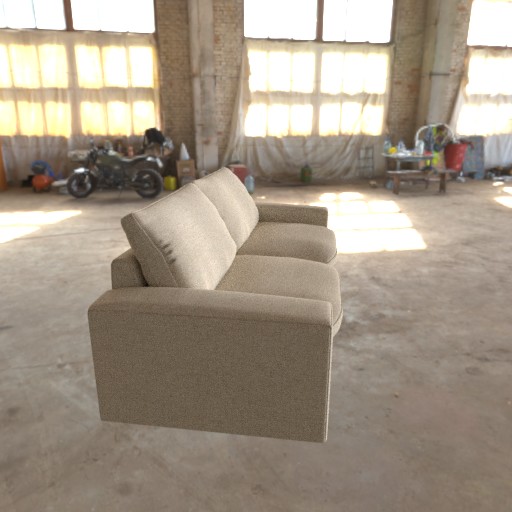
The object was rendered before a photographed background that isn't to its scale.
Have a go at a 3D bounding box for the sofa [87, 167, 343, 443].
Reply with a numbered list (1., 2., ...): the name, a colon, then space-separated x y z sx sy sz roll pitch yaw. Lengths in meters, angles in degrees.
1. sofa: 0.000 0.000 2.814 1.040 0.922 2.299 3 18 8
